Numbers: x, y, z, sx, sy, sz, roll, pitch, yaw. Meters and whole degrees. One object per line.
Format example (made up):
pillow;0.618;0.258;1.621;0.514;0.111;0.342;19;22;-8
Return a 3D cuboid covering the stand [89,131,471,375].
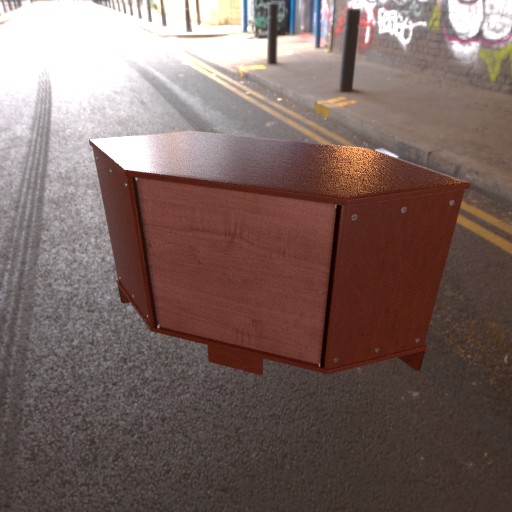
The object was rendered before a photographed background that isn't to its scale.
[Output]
stand;0.000;0.000;1.351;1.072;0.614;0.381;10;33;16
